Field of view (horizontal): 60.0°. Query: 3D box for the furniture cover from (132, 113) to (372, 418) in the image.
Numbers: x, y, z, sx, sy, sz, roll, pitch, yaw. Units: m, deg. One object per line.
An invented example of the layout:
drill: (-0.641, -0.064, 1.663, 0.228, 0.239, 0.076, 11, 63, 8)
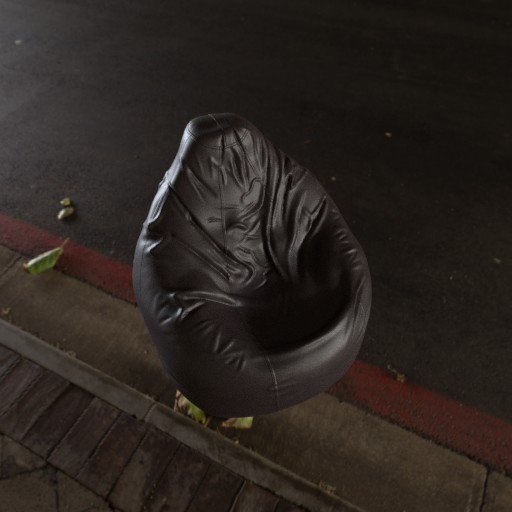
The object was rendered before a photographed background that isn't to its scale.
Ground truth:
furniture cover: (0.000, 0.000, 1.930, 1.070, 0.990, 1.070, -23, 51, -21)
